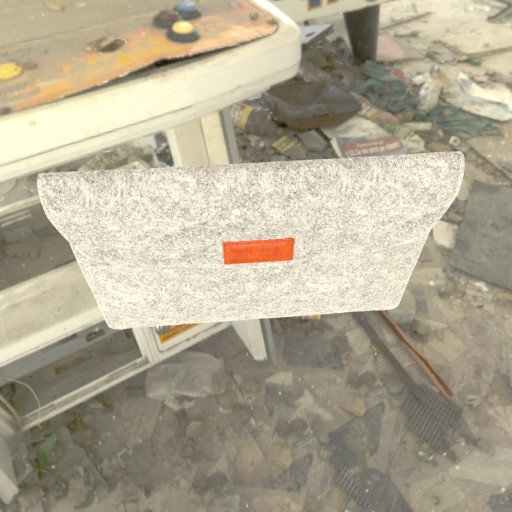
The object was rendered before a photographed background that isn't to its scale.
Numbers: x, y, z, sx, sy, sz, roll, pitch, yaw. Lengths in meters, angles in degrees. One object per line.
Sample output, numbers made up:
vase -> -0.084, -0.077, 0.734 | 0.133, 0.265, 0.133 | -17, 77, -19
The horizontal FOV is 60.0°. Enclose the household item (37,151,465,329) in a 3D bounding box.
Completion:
household item -> 0.000, 0.000, 0.431 | 0.335, 0.221, 0.057 | -4, 49, -3
